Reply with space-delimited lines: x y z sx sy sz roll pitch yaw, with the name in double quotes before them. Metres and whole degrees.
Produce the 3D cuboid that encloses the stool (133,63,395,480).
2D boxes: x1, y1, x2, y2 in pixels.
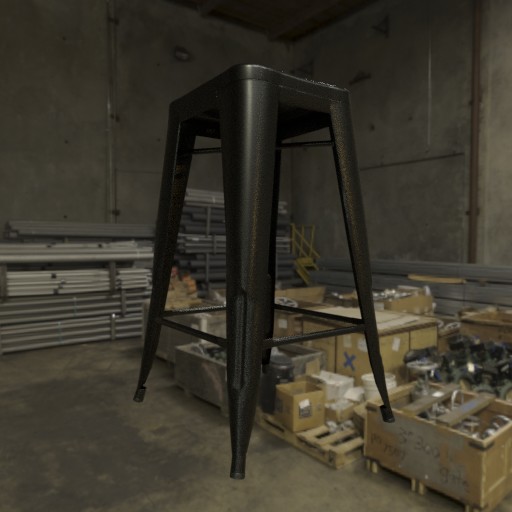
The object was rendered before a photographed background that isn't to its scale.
"stool" 0.000 0.000 0.863 0.359 0.609 0.399 -1 2 -36
